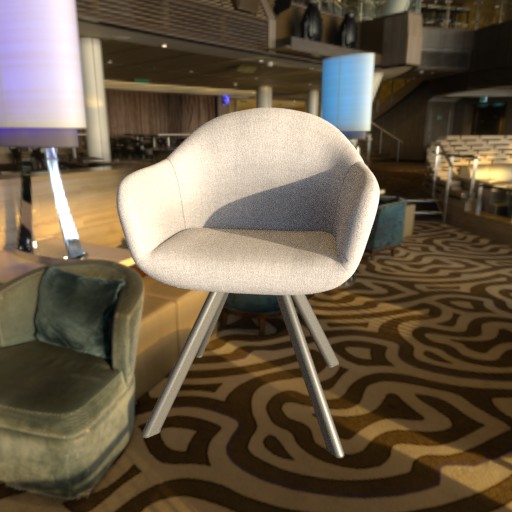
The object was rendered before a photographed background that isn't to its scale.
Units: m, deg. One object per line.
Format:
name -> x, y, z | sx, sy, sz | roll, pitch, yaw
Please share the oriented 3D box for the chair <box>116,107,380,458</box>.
chair -> 0.000, 0.000, 1.210 | 0.590, 0.795, 0.550 | 2, 15, 8
